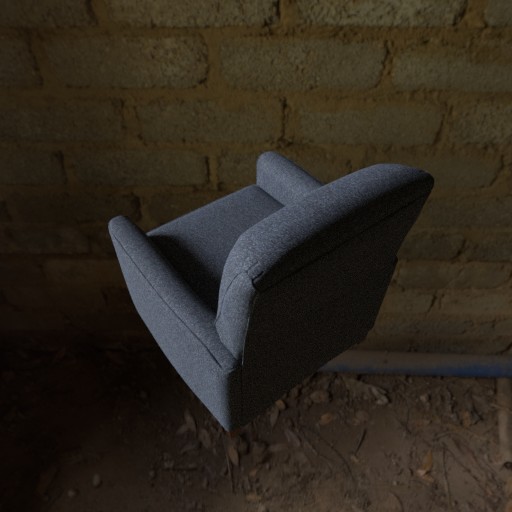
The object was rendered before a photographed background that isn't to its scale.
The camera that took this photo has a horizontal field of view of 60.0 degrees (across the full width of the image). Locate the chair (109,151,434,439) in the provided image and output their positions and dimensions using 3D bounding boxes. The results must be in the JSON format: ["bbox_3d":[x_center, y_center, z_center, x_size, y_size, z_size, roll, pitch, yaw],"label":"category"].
[{"bbox_3d":[0.000,0.000,1.670,0.839,1.016,0.850,-29,53,-25],"label":"chair"}]
